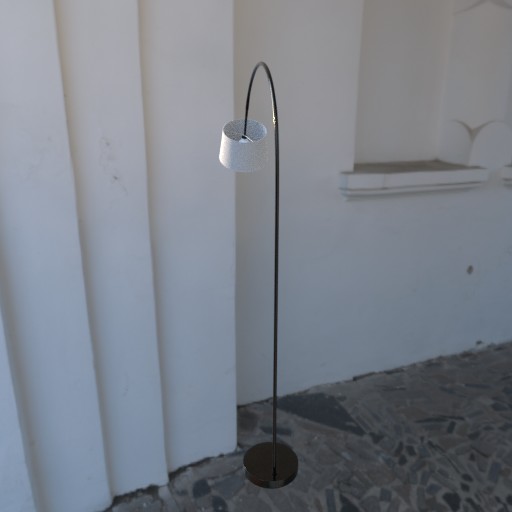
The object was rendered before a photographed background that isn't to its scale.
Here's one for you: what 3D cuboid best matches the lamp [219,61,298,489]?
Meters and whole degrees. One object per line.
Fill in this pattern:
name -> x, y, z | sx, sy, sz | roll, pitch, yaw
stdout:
lamp -> 0.000, 0.000, 2.644 | 0.331, 2.104, 1.363 | -2, 16, -9
